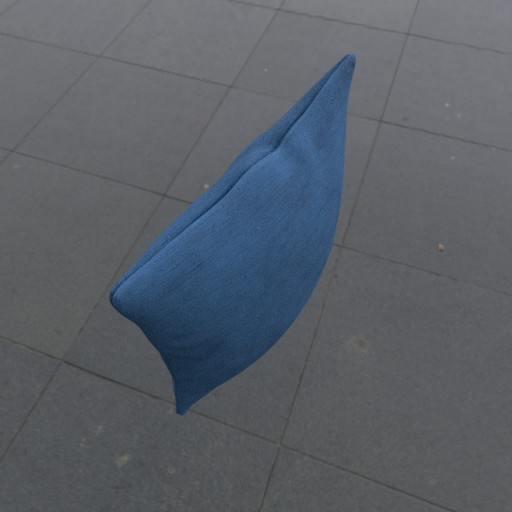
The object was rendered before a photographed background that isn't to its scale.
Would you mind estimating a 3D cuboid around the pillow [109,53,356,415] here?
[{"bbox_3d":[0.000,0.000,0.647,0.177,0.420,0.437,30,62,18],"label":"pillow"}]
